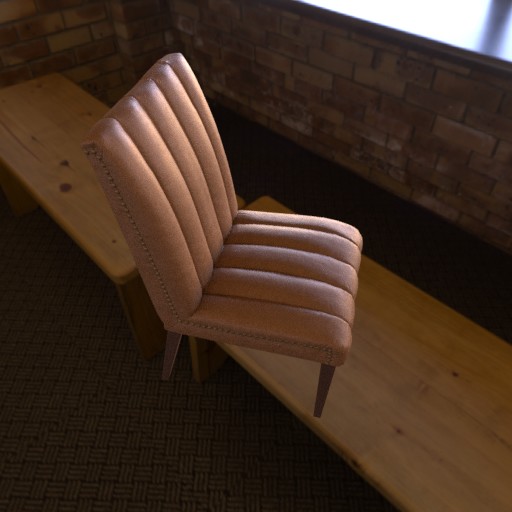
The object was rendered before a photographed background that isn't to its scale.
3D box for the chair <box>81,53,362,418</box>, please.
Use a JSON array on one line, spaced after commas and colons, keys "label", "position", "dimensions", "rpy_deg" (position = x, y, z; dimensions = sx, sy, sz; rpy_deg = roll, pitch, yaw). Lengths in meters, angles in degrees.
[{"label": "chair", "position": [0.000, 0.000, 1.373], "dimensions": [0.647, 1.016, 0.511], "rpy_deg": [10, 46, 10]}]
